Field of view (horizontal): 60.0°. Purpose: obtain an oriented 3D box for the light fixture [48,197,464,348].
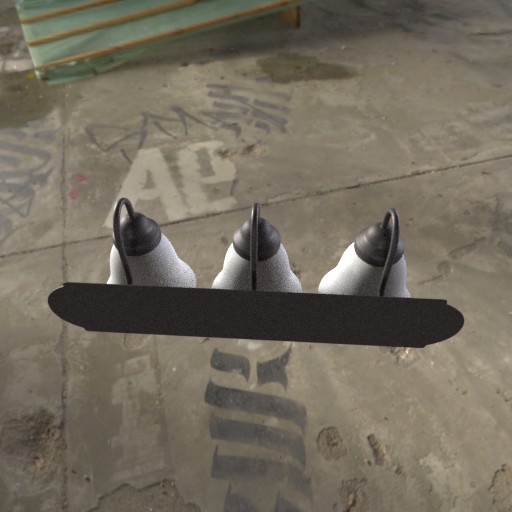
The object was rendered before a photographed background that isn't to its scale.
[{"bbox_3d":[0.000,0.000,0.703,0.610,0.222,0.199,2,46,2],"label":"light fixture"}]
